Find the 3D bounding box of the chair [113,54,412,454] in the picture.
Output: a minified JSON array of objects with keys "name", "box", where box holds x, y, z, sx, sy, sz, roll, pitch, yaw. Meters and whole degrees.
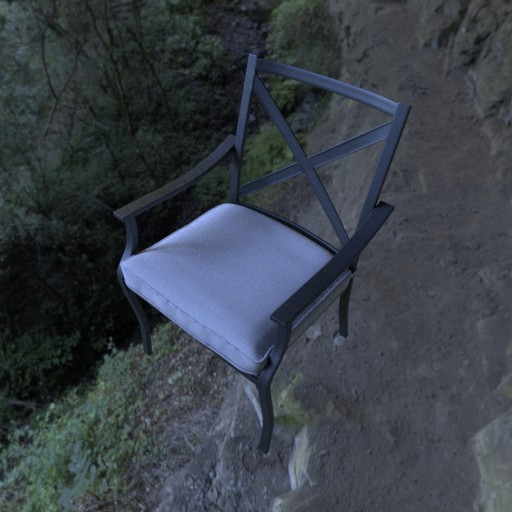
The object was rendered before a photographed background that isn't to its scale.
[{"name":"chair","box":[0.000,0.000,1.303,0.575,0.889,0.620,31,52,27]}]
